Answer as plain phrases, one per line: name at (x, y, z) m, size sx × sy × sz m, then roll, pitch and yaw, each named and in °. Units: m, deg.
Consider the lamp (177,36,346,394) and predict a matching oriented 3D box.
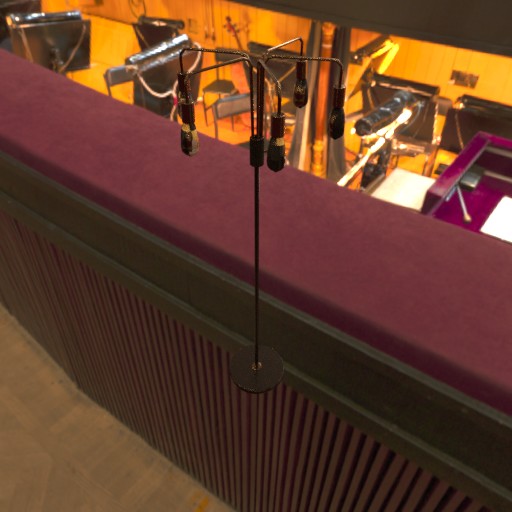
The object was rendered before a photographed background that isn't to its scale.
lamp at (0.000, 0.000, 1.980) m, size 0.572 × 1.721 × 0.599 m, roll 26°, pitch 47°, yaw 26°
